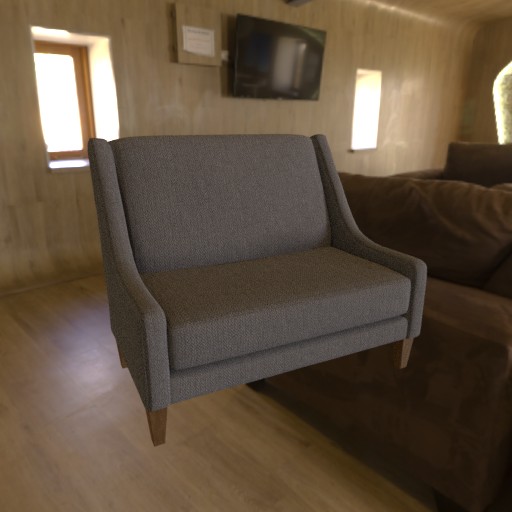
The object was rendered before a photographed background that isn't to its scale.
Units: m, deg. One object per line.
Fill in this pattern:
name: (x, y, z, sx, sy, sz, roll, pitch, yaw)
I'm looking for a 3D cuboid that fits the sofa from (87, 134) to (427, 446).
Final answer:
sofa: (0.000, 0.000, 1.963, 1.242, 1.022, 0.873, -8, 19, -26)
